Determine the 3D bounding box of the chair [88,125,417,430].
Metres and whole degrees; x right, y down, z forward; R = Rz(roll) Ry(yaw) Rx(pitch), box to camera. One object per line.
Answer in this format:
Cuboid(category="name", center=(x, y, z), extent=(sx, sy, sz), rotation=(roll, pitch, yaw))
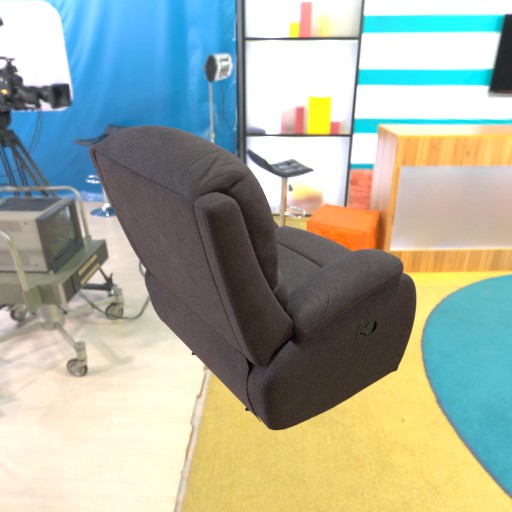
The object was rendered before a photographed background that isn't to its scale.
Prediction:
Cuboid(category="chair", center=(0.000, 0.000, 1.705), extent=(0.899, 1.011, 0.930), rotation=(-17, 30, -32))
